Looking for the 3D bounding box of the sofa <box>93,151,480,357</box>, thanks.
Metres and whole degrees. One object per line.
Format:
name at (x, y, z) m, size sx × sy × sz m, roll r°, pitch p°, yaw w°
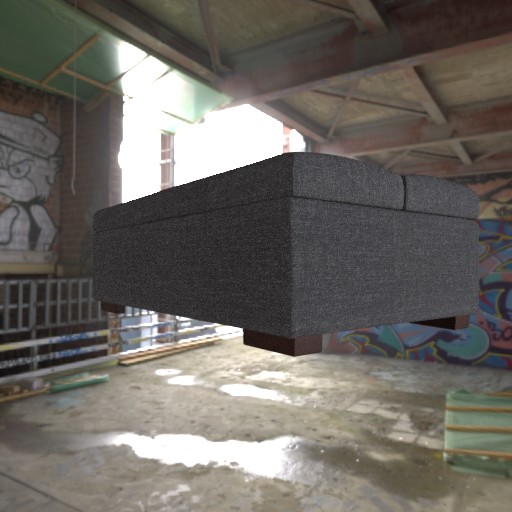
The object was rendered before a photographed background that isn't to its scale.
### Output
sofa at (0.000, 0.000, 1.542) m, size 0.782 × 0.417 × 1.198 m, roll 1°, pitch -2°, yaw -37°
